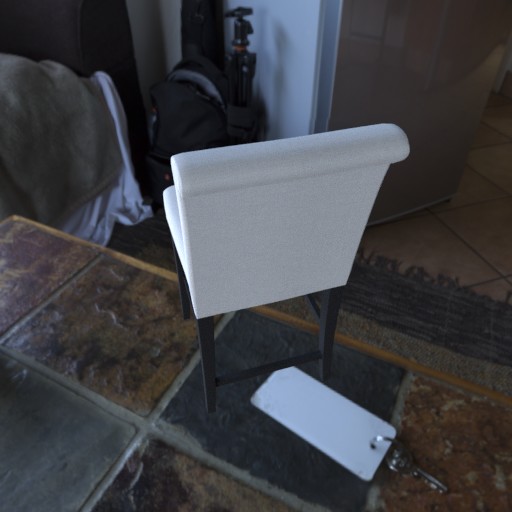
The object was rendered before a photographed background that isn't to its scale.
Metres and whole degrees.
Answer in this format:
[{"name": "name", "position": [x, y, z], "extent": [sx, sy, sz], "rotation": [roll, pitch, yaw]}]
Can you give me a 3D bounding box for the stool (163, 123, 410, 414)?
[{"name": "stool", "position": [0.000, 0.000, 1.309], "extent": [0.452, 0.976, 0.597], "rotation": [-12, 43, -13]}]
